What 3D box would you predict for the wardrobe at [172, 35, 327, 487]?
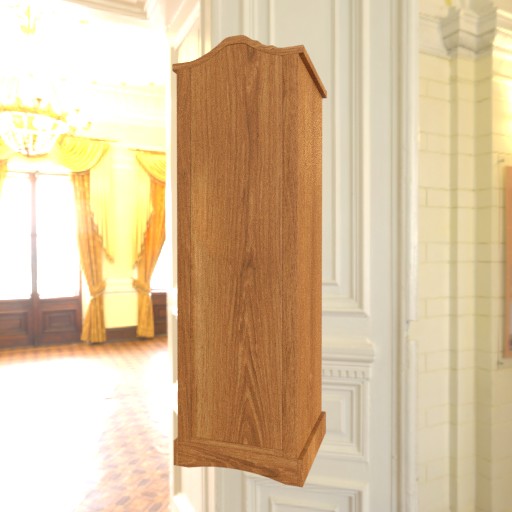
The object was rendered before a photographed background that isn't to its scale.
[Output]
[{"bbox_3d":[0.000,0.000,2.148,0.590,1.870,0.570,0,1,18],"label":"wardrobe"}]
